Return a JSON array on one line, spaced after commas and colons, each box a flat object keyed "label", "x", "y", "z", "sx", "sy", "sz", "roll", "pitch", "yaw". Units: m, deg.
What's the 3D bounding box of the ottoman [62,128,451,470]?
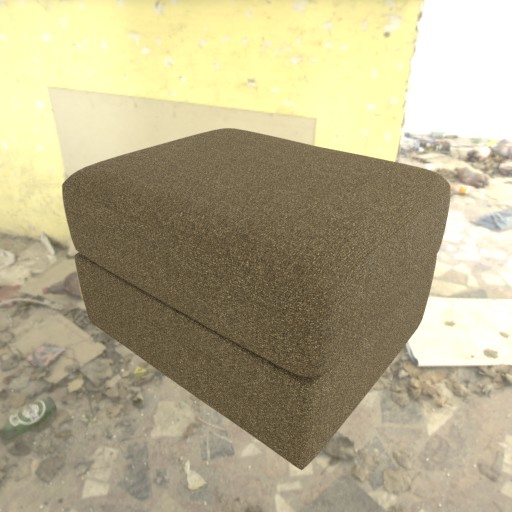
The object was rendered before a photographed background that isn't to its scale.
[{"label": "ottoman", "x": 0.000, "y": 0.000, "z": 1.103, "sx": 0.742, "sy": 0.476, "sz": 0.598, "roll": 22, "pitch": 37, "yaw": 33}]
